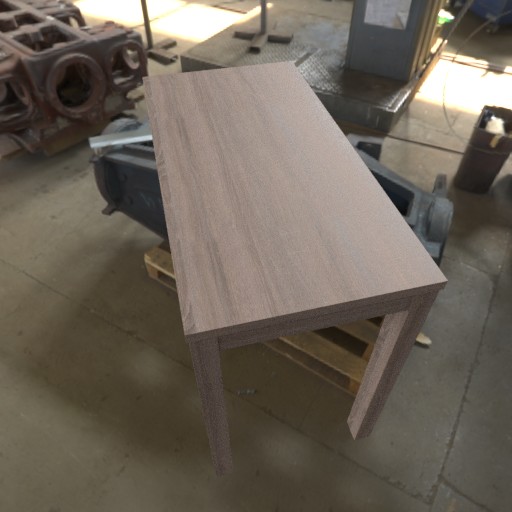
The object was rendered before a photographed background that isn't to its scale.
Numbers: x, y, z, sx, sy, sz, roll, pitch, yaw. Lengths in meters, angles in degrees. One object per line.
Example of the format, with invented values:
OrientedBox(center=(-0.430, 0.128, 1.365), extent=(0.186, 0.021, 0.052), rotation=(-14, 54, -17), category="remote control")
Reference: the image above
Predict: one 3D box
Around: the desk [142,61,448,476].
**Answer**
OrientedBox(center=(0.000, 0.000, 1.396), extent=(0.495, 0.762, 0.991), rotation=(-10, 48, -10), category="desk")
